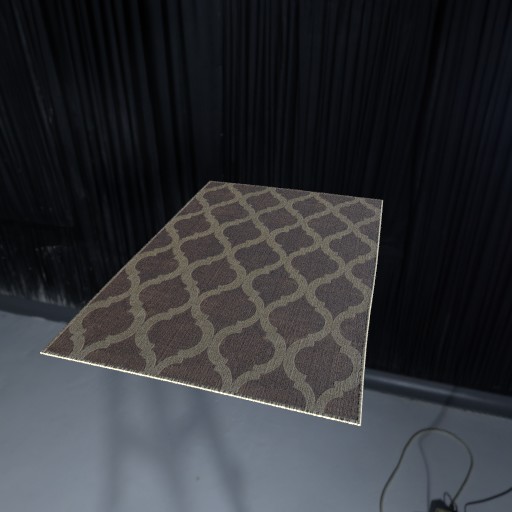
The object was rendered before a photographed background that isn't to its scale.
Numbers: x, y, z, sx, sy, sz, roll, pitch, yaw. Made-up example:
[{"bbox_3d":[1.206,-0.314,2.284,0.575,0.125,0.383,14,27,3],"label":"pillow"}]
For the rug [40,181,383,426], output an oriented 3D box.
[{"bbox_3d":[0.000,0.000,2.885,1.522,0.008,2.284,8,32,13],"label":"rug"}]
